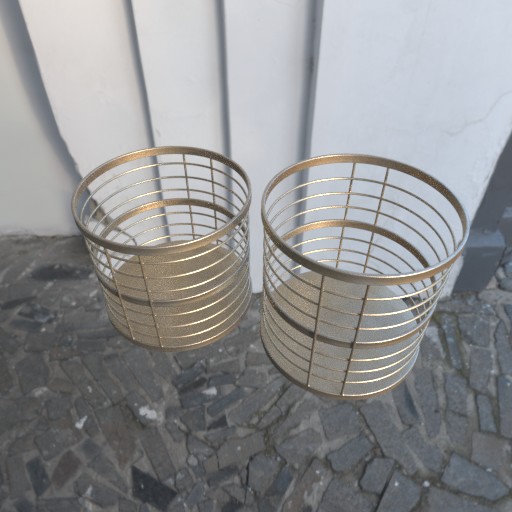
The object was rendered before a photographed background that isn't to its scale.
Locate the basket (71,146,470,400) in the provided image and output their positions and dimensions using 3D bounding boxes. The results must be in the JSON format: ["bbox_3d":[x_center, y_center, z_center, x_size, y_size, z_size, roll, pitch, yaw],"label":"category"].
[{"bbox_3d":[0.000,0.000,0.937,0.746,0.351,0.356,12,44,12],"label":"basket"}]
